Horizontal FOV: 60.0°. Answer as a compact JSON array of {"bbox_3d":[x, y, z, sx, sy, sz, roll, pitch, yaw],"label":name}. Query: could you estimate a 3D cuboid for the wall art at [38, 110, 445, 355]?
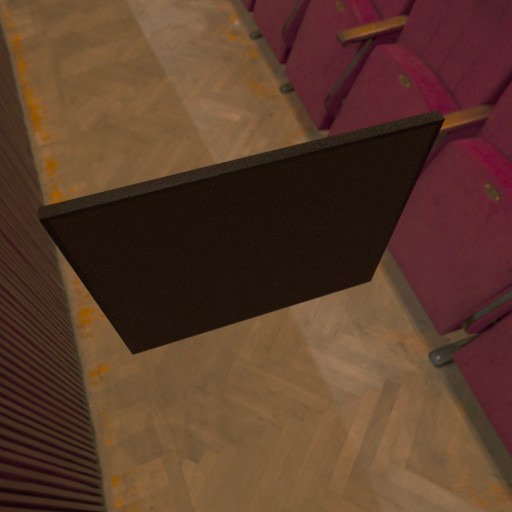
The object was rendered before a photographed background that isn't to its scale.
[{"bbox_3d":[0.000,0.000,0.736,0.521,0.450,0.018,-16,59,-10],"label":"wall art"}]
